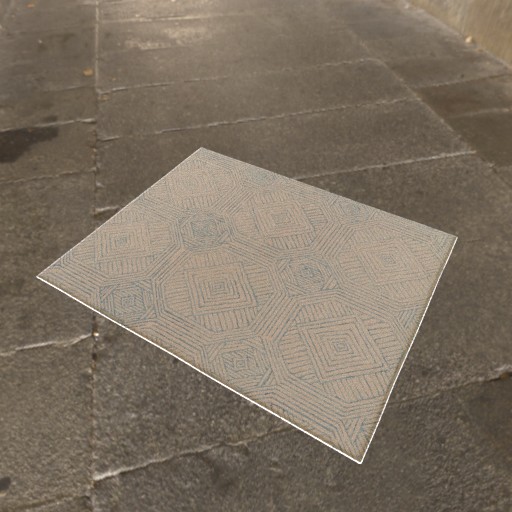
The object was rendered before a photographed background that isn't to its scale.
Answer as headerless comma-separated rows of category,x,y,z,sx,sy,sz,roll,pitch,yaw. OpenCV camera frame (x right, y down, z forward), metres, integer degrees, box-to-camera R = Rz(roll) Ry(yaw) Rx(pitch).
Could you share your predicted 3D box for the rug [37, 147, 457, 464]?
rug,0.000,0.000,4.089,3.049,0.015,2.457,24,50,21
